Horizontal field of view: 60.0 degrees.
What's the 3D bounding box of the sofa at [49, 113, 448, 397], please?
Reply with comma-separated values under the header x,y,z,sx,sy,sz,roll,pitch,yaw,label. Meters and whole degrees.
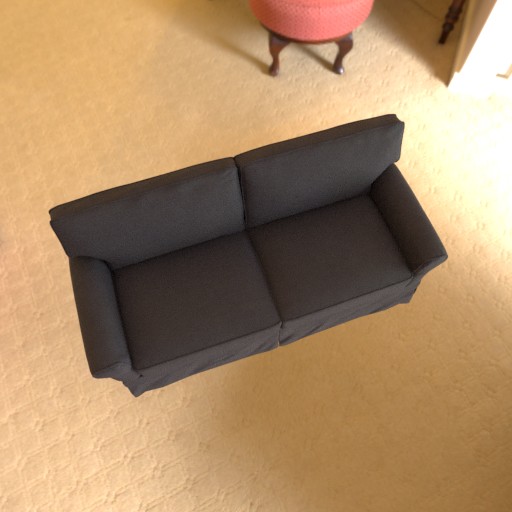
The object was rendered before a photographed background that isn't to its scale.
x,y,z,sx,sy,sz,roll,pitch,yaw,label
0.000,0.000,2.852,2.256,1.094,0.983,-17,65,-8,sofa
